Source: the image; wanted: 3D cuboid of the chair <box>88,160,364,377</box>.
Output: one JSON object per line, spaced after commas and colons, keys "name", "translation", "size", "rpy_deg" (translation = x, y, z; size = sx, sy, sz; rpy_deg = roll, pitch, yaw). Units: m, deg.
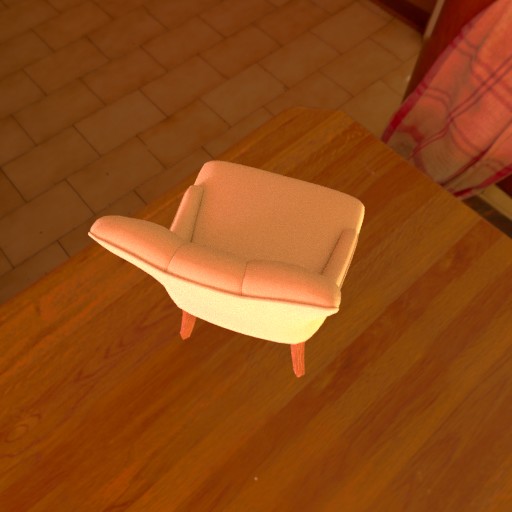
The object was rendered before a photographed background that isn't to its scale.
{"name": "chair", "translation": [0.000, 0.000, 1.210], "size": [0.509, 0.874, 0.565], "rpy_deg": [16, 65, 8]}
